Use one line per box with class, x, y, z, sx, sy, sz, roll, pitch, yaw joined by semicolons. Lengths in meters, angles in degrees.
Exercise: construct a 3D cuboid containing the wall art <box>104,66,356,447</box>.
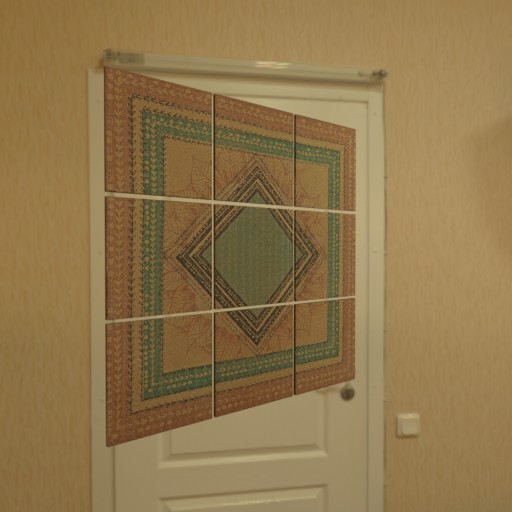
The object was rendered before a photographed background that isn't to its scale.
wall art;0.000;0.000;1.786;1.215;1.213;0.013;-1;1;-38
